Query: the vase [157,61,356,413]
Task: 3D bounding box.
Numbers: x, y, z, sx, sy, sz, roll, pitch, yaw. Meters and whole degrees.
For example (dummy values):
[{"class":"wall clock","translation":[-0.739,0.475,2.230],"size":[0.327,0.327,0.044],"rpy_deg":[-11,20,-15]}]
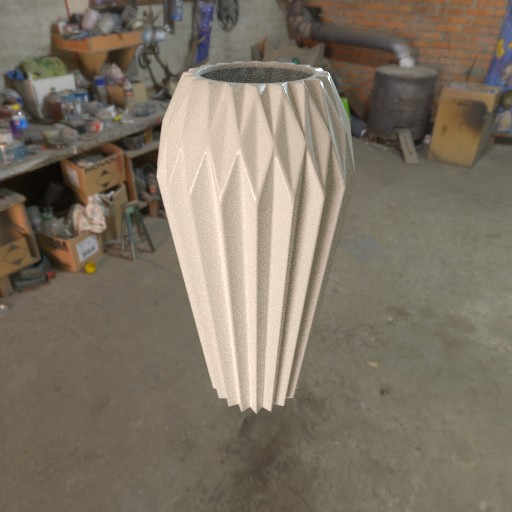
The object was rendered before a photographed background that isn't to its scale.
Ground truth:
[{"class":"vase","translation":[0.000,0.000,0.338],"size":[0.133,0.263,0.133],"rpy_deg":[0,32,0]}]
